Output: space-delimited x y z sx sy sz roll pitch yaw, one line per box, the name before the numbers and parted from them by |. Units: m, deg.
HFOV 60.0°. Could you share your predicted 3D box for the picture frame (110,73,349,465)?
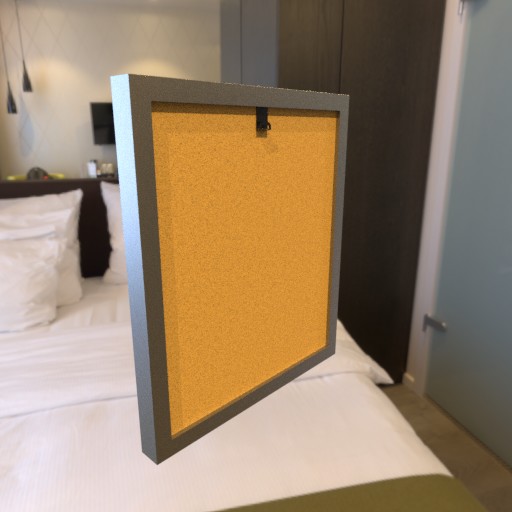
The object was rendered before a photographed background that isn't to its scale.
picture frame | 0.000 0.000 1.359 0.073 0.968 0.839 15 22 41
